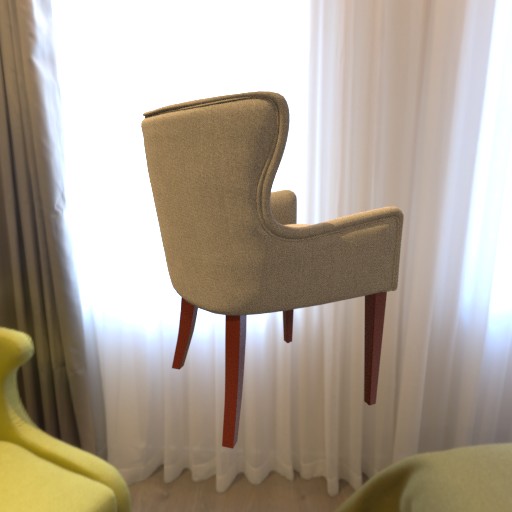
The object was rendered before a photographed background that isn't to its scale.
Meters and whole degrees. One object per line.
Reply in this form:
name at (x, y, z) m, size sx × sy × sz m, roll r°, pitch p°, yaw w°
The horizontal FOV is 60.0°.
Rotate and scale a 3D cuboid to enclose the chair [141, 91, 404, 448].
chair at (0.000, 0.000, 1.460) m, size 0.677 × 0.948 × 0.732 m, roll -7°, pitch 15°, yaw -26°
